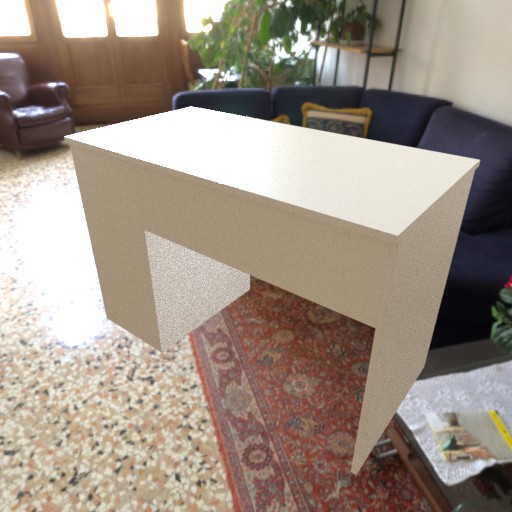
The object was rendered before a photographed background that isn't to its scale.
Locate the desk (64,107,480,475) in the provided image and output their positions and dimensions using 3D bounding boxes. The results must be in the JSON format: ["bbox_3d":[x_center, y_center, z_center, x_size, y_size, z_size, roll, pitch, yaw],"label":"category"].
[{"bbox_3d":[0.000,0.000,1.479,1.097,0.735,0.560,21,36,32],"label":"desk"}]
